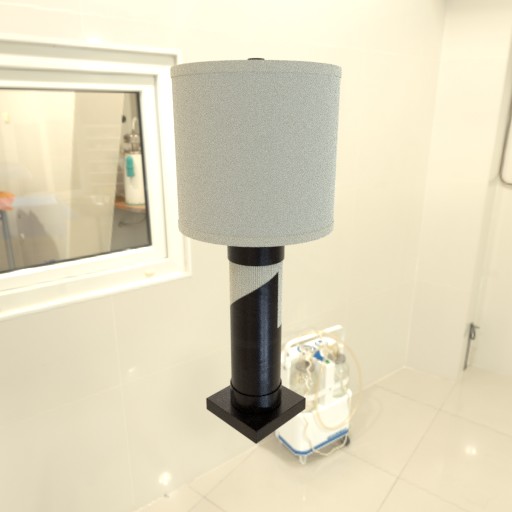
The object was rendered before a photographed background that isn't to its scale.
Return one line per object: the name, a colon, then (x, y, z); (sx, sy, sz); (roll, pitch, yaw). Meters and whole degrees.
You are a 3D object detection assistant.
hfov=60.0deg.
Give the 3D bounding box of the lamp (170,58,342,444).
lamp: (0.000, 0.000, 0.624); (0.211, 0.509, 0.211); (17, 24, 42)
